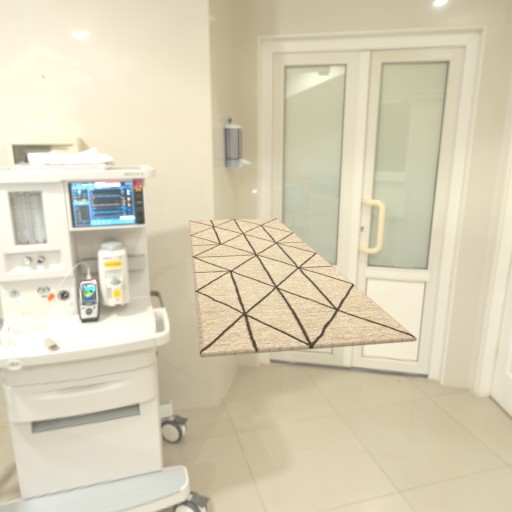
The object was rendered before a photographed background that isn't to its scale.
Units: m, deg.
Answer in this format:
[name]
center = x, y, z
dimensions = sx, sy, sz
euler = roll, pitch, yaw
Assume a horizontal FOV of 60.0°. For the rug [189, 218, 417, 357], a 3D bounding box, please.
[rug]
center = 0.000, 0.000, 2.668
dimensions = 0.762, 0.012, 2.438
euler = -2, 15, -9
